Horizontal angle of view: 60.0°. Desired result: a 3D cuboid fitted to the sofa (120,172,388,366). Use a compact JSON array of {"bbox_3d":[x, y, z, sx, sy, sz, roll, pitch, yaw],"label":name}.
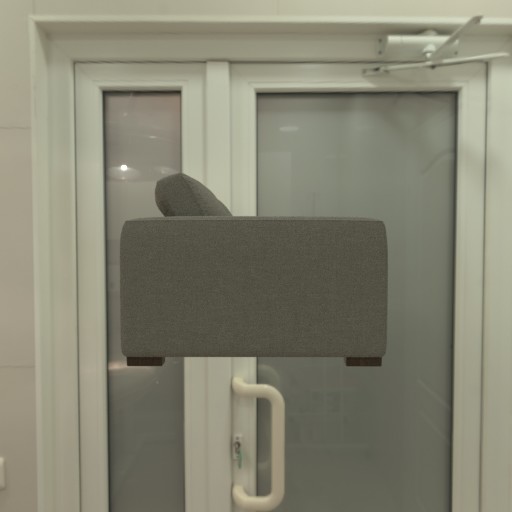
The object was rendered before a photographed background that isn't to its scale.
[{"bbox_3d":[0.000,0.000,2.820,1.070,0.801,2.262,0,2,0],"label":"sofa"}]
